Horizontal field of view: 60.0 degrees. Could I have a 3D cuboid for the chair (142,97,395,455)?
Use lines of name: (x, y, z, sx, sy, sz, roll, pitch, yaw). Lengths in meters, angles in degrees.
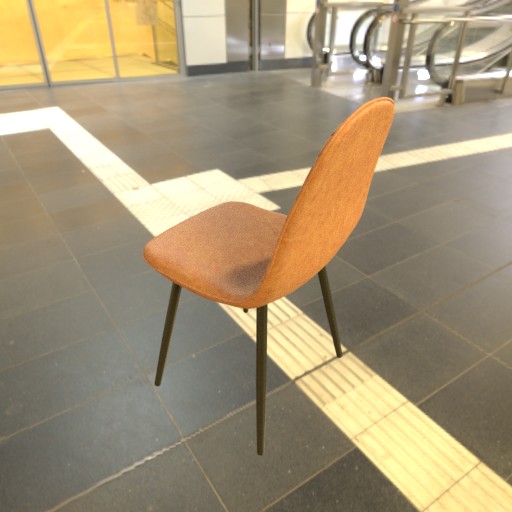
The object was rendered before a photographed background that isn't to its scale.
chair: (0.000, 0.000, 1.206, 0.561, 0.889, 0.472, 21, 38, 30)
